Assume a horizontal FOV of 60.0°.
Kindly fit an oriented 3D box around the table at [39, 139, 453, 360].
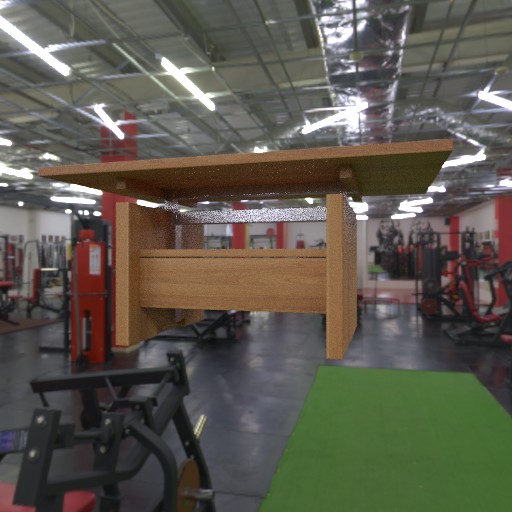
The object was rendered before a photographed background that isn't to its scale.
[{"bbox_3d":[0.000,0.000,1.455,1.100,0.510,0.700,0,0,16],"label":"table"}]
